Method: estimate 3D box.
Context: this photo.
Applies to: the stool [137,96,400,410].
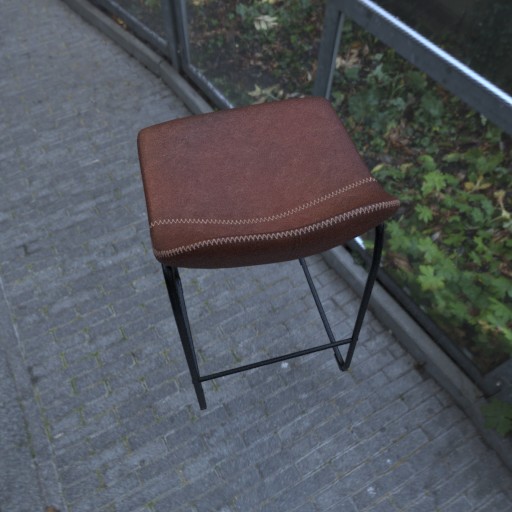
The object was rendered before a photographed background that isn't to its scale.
[{"bbox_3d":[0.000,0.000,1.089,0.454,0.830,0.473,-13,59,-8],"label":"stool"}]
